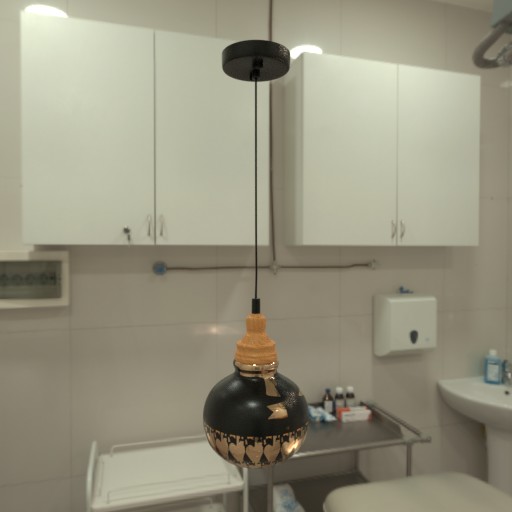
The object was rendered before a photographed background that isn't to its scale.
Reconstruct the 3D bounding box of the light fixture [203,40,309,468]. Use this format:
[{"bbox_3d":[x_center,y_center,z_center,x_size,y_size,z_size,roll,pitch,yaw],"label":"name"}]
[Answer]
[{"bbox_3d":[0.000,0.000,1.793,0.430,1.606,0.430,0,1,-17],"label":"light fixture"}]
